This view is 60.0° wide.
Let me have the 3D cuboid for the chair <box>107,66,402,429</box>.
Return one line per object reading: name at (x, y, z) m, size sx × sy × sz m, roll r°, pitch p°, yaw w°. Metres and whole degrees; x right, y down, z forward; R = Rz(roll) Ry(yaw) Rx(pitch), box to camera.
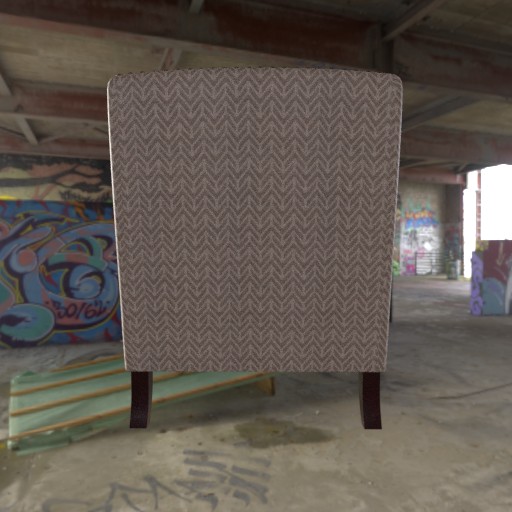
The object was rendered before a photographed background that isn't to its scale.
chair at (0.000, 0.000, 1.249) m, size 0.623 × 0.816 × 0.651 m, roll 0°, pitch 1°, yaw 1°
